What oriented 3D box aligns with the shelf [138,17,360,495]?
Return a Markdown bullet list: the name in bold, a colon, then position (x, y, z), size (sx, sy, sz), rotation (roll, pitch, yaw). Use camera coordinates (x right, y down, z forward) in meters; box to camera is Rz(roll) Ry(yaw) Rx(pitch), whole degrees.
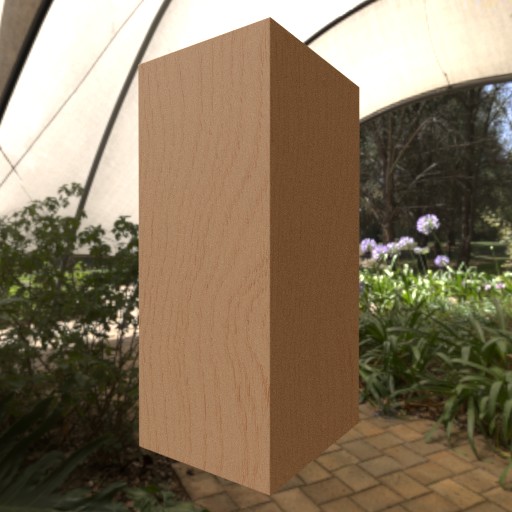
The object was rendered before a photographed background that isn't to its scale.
- **shelf**: position (0.000, 0.000, 0.744), size (0.250, 0.600, 0.290), rotation (0, 1, 35)
